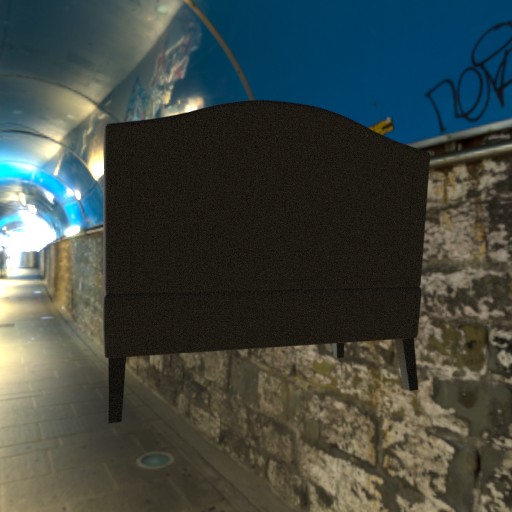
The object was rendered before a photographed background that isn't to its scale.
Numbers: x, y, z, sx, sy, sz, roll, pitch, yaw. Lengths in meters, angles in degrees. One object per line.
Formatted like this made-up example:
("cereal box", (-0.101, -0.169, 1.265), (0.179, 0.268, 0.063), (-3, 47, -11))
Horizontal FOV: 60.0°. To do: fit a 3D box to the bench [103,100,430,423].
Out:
("bench", (0.000, 0.000, 2.059), (1.335, 1.180, 0.815), (0, 0, -18))
